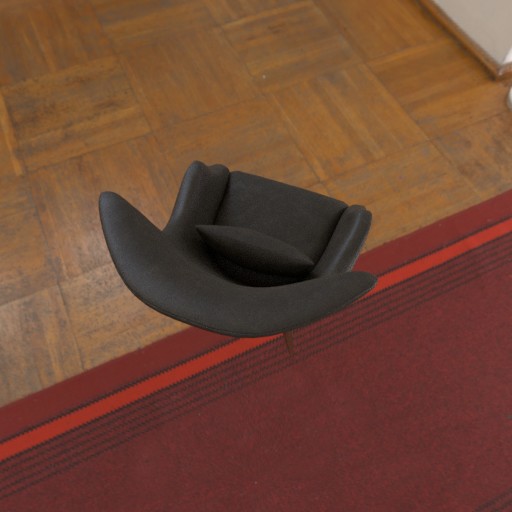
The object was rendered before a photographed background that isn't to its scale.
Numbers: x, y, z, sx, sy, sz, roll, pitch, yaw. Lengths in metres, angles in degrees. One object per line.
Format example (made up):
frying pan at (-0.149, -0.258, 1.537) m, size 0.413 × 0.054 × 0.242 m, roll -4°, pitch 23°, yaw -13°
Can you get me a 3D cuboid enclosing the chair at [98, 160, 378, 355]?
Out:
chair at (0.000, 0.000, 1.730) m, size 0.819 × 1.068 × 0.954 m, roll 18°, pitch 64°, yaw 9°
